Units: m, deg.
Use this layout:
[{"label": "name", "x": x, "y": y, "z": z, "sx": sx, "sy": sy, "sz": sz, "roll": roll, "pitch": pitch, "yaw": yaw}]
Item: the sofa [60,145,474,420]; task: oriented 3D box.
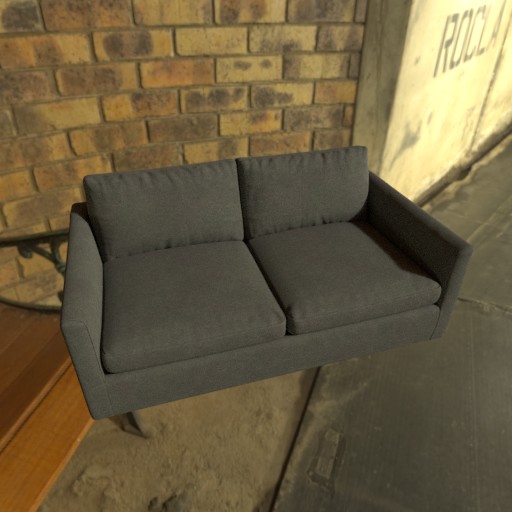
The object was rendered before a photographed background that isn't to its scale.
[{"label": "sofa", "x": 0.000, "y": 0.000, "z": 2.462, "sx": 1.909, "sy": 0.845, "sz": 1.091, "roll": -9, "pitch": 34, "yaw": -14}]
